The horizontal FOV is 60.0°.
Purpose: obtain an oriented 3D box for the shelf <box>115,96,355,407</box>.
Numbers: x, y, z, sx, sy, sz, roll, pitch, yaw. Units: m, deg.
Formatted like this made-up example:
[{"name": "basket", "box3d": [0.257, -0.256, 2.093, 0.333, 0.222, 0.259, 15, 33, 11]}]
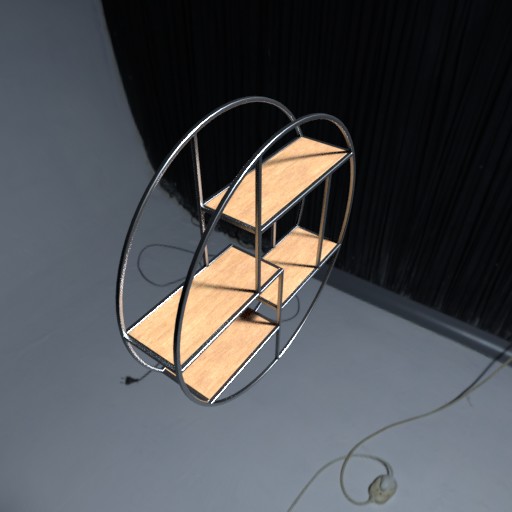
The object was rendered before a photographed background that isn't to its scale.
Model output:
[{"name": "shelf", "box3d": [0.000, 0.000, 1.342, 0.202, 0.888, 0.888, 25, 47, 26]}]
